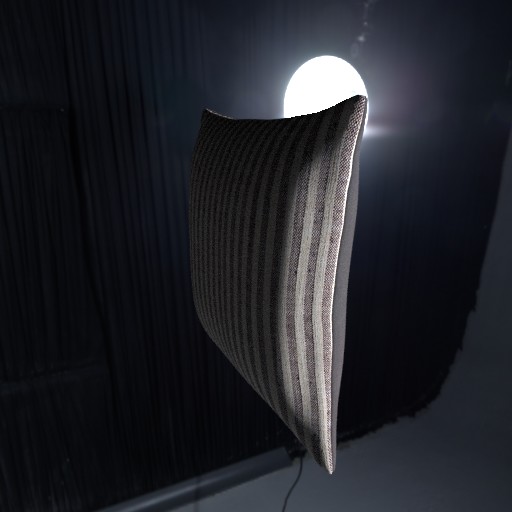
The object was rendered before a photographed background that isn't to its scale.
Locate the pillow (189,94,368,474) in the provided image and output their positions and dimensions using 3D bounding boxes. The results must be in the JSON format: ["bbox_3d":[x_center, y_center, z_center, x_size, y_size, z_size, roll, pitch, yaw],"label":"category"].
[{"bbox_3d":[0.000,0.000,0.776,0.166,0.506,0.523,-8,18,-25],"label":"pillow"}]
